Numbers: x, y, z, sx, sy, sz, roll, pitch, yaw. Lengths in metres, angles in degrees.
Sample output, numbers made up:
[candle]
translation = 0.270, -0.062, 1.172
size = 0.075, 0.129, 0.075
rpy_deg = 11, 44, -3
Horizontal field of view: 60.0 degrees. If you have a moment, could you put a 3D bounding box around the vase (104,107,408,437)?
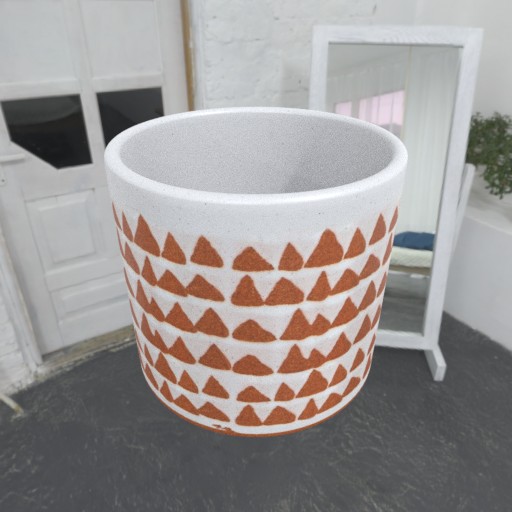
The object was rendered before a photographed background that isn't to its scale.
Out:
[vase]
translation = 0.000, 0.000, 0.239
size = 0.137, 0.127, 0.137
rpy_deg = 0, 31, 0
